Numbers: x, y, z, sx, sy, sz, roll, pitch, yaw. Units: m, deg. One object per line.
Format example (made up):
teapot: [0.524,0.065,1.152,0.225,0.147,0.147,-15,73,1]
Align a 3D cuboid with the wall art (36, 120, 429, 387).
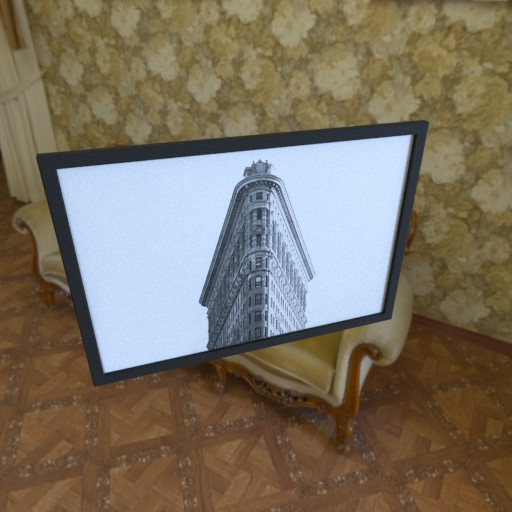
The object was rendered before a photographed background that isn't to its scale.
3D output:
wall art: [0.000,0.000,1.219,0.964,0.659,0.049,-9,31,-15]
